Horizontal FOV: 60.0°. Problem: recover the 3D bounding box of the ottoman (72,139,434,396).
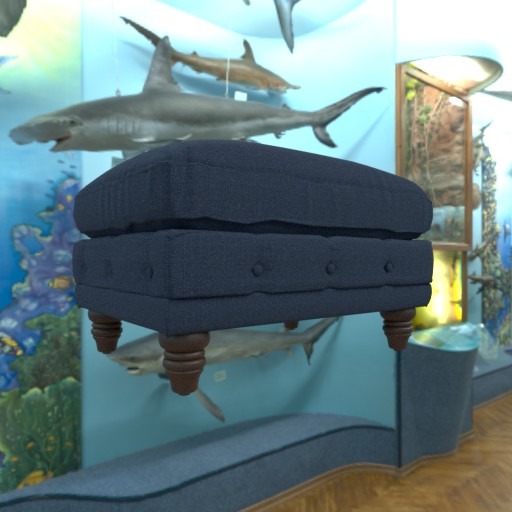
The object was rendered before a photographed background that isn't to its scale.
[{"bbox_3d":[0.000,0.000,1.133,0.767,0.486,0.558,0,0,-37],"label":"ottoman"}]
